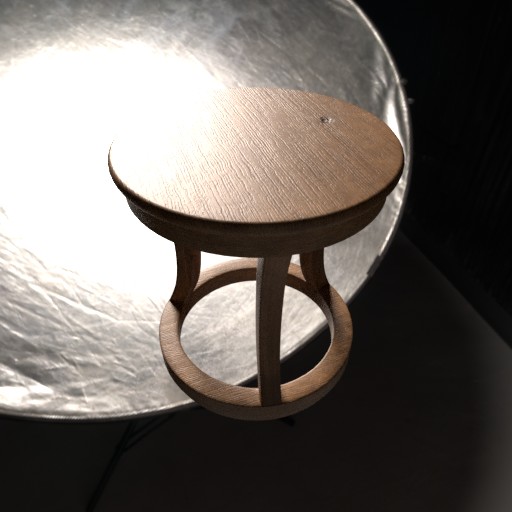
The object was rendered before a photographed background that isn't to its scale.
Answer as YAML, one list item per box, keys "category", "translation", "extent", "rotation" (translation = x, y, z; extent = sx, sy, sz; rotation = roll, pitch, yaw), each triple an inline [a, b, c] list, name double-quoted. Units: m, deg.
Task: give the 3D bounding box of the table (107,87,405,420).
- category: "table"
  translation: [0.000, 0.000, 0.808]
  extent: [0.432, 0.460, 0.432]
  rotation: [0, 41, 0]
